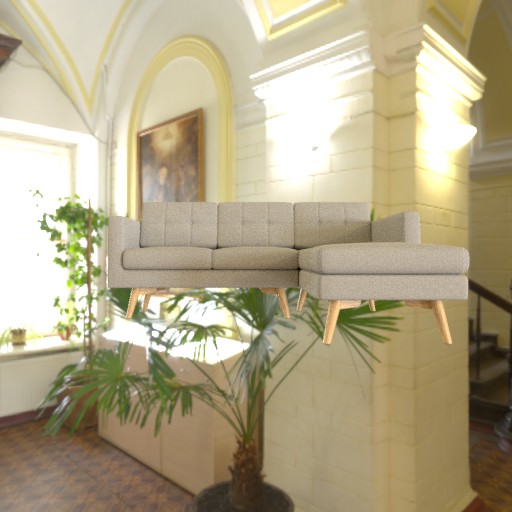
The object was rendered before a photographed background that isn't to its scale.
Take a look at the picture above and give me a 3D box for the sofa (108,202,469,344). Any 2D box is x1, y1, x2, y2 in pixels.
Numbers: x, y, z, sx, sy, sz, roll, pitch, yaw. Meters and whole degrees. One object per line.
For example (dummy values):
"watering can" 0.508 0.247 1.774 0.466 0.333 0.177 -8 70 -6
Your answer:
"sofa" 0.000 0.000 2.856 2.040 0.860 1.530 0 0 0
